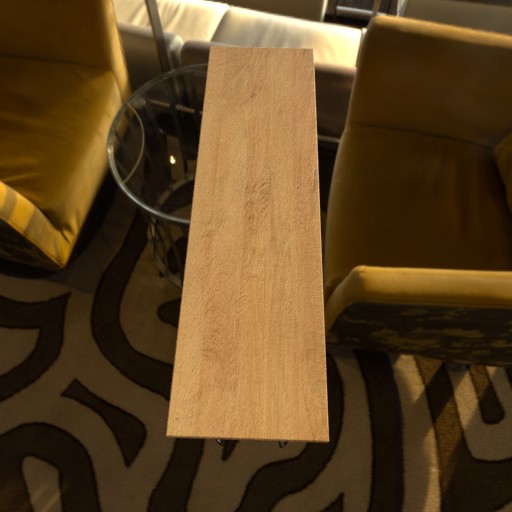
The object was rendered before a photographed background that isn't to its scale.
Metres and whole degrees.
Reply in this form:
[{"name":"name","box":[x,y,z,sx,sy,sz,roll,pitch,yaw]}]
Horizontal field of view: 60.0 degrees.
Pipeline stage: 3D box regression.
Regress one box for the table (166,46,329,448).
[{"name":"table","box":[0.000,0.000,1.752,0.399,0.799,1.400,2,63,1]}]
